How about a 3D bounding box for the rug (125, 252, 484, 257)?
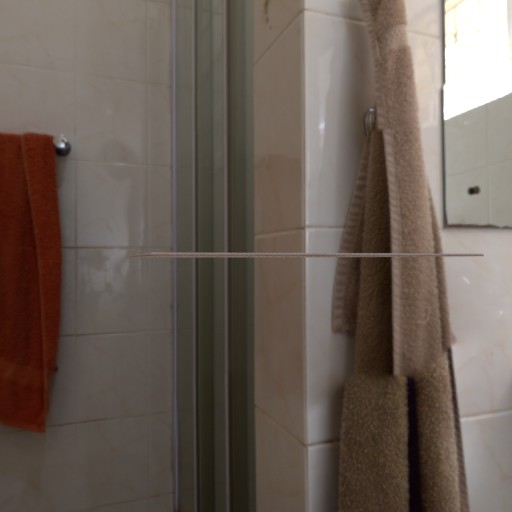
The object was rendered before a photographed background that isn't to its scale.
[{"bbox_3d":[0.000,0.000,2.980,1.600,0.013,2.260,0,0,-19],"label":"rug"}]
